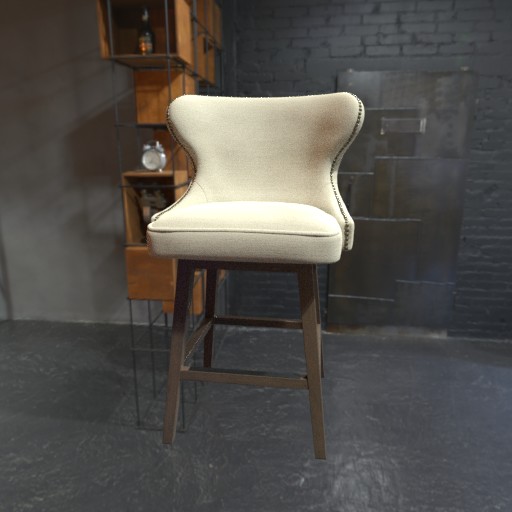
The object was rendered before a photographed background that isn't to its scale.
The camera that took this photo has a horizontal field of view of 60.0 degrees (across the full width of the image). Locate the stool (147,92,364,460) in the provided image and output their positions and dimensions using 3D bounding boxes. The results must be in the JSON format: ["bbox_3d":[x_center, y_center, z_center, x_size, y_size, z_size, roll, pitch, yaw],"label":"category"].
[{"bbox_3d":[0.000,0.000,1.345,0.615,0.972,0.597,2,14,8],"label":"stool"}]
